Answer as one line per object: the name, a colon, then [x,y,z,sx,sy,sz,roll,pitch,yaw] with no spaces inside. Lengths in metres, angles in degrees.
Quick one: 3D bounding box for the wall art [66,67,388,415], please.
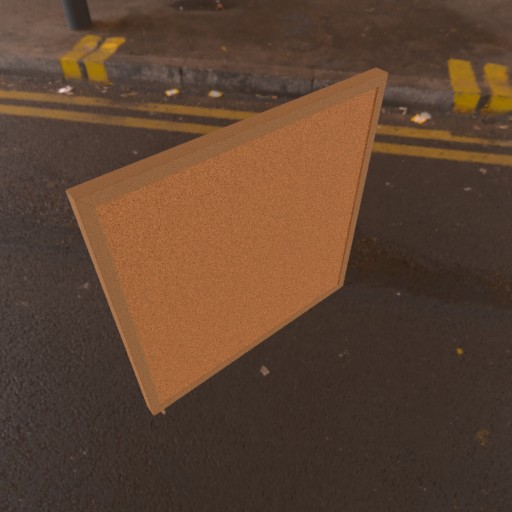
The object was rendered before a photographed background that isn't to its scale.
wall art: [0.000,0.000,1.144,0.761,0.761,0.037,-30,53,-26]
